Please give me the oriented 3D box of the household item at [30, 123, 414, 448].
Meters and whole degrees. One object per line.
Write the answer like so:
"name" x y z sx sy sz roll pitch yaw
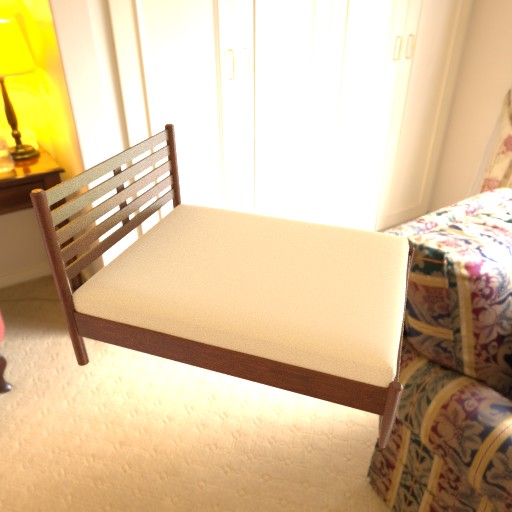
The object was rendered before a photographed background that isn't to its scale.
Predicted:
"household item" 0.000 0.000 3.265 2.232 1.356 1.663 10 32 16
